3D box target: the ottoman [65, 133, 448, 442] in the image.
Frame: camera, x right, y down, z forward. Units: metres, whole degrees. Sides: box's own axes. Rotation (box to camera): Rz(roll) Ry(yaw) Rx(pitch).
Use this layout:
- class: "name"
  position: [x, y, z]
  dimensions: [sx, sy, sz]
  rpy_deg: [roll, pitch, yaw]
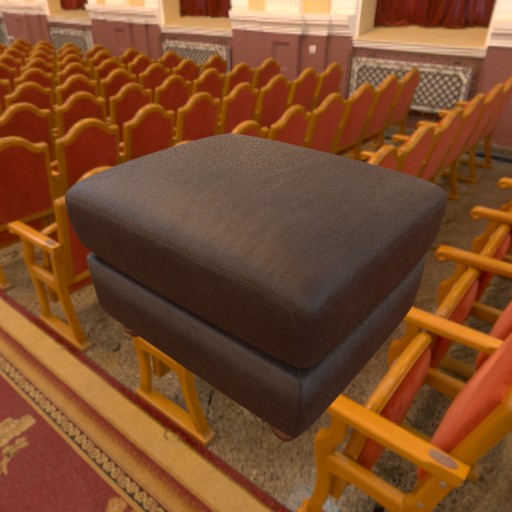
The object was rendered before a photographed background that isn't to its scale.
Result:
- class: "ottoman"
  position: [0.000, 0.000, 1.255]
  dimensions: [0.806, 0.569, 0.670]
  rpy_deg: [23, 38, 33]
